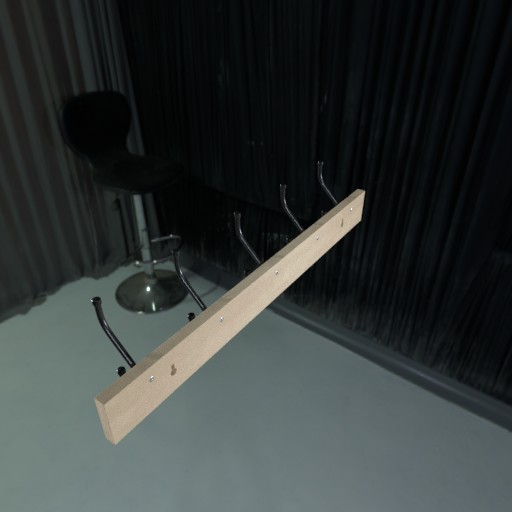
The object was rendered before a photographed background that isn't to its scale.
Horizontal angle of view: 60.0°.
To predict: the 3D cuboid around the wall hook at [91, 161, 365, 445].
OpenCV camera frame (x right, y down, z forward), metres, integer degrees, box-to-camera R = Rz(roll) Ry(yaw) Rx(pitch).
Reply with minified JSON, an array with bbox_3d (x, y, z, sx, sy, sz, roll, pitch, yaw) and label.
[{"bbox_3d":[0.000,0.000,0.615,0.071,0.117,0.571,21,38,29],"label":"wall hook"}]
